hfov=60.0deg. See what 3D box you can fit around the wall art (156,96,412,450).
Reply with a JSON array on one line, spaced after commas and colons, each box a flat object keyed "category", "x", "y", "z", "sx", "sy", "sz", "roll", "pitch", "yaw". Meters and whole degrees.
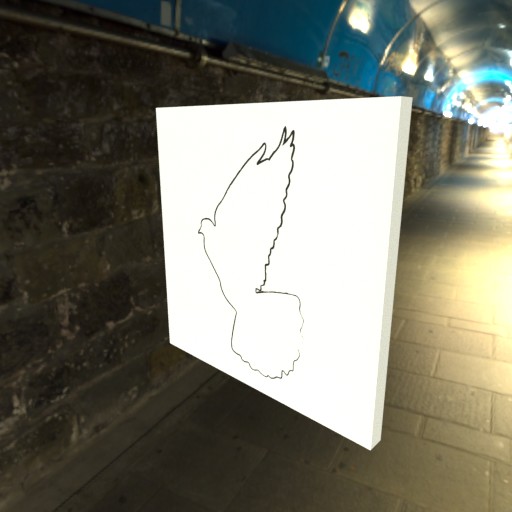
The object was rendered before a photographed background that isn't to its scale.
[{"category": "wall art", "x": 0.000, "y": 0.000, "z": 0.938, "sx": 0.610, "sy": 0.610, "sz": 0.038, "roll": 15, "pitch": 22, "yaw": 41}]
